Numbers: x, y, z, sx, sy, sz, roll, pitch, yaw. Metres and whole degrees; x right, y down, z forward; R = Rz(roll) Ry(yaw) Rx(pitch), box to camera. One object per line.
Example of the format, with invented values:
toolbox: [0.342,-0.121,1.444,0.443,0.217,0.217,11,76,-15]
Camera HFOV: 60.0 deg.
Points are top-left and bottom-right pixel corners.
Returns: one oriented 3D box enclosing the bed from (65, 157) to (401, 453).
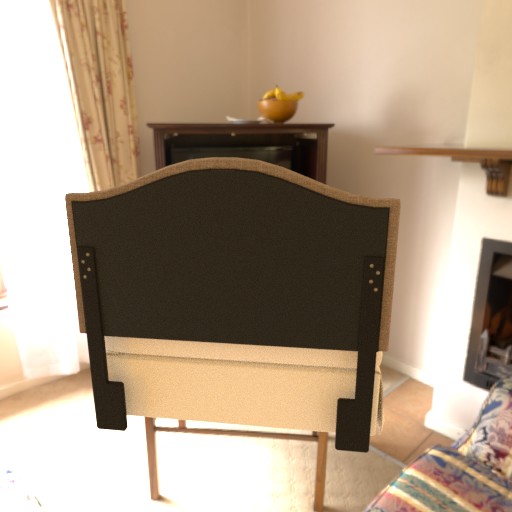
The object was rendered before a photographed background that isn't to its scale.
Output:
bed: [0.000,0.000,3.260,1.713,1.518,2.153,2,16,7]
